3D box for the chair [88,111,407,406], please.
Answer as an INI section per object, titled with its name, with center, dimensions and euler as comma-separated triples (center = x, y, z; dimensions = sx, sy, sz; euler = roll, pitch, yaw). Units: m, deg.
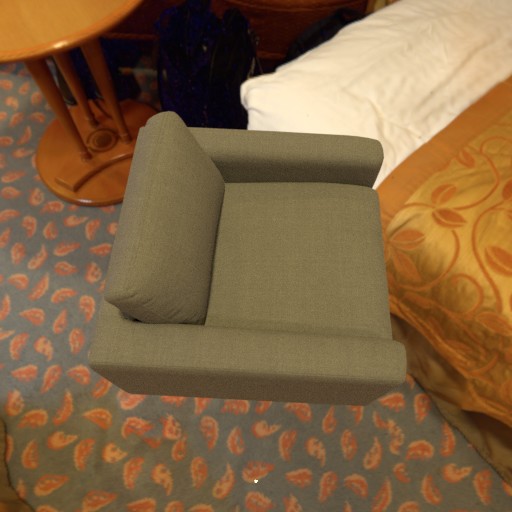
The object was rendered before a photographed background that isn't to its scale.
[chair]
center = 0.000, 0.000, 1.870
dimensions = 1.100, 0.847, 1.070
euler = 3, 63, 1
